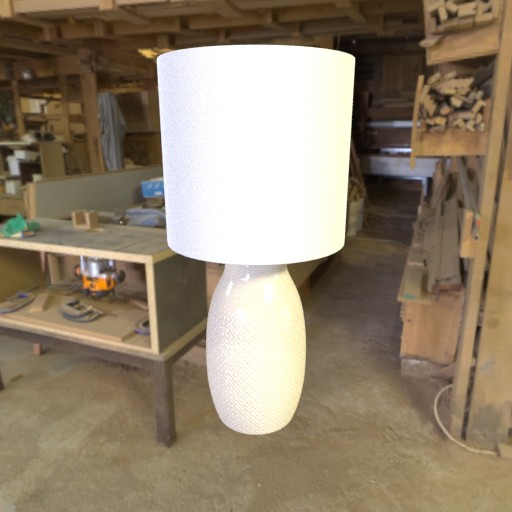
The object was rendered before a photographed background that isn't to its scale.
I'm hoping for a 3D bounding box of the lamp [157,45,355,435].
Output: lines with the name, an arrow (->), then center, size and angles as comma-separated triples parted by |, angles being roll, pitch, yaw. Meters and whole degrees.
lamp -> 0.000, 0.000, 0.559 | 0.217, 0.453, 0.217 | 8, 18, 25
